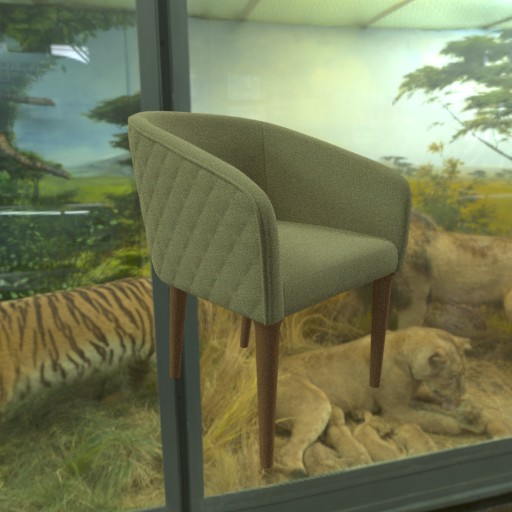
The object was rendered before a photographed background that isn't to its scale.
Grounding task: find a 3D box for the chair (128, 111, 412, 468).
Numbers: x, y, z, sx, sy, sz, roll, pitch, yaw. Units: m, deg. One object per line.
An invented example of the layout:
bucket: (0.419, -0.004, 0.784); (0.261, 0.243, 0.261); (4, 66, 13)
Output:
chair: (0.000, 0.000, 1.214); (0.616, 0.775, 0.584); (14, 20, 43)
